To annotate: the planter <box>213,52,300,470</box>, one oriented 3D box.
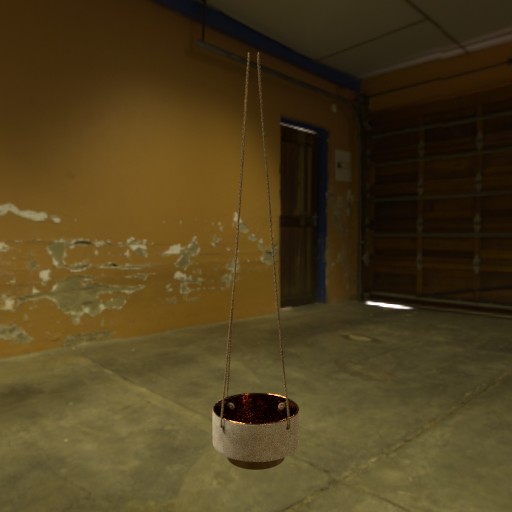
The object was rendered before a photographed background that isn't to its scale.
[{"bbox_3d":[0.000,0.000,1.133,0.223,1.030,0.223,0,1,1],"label":"planter"}]
